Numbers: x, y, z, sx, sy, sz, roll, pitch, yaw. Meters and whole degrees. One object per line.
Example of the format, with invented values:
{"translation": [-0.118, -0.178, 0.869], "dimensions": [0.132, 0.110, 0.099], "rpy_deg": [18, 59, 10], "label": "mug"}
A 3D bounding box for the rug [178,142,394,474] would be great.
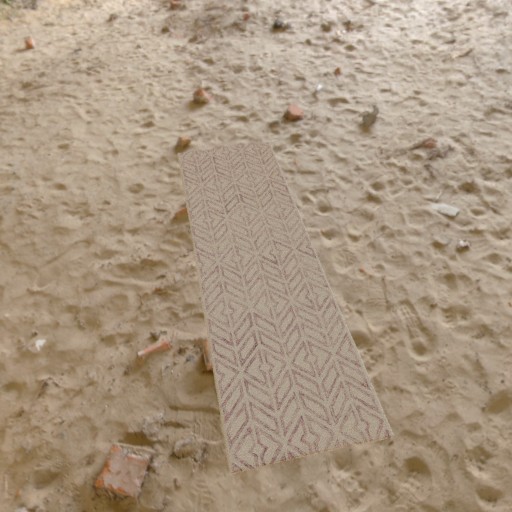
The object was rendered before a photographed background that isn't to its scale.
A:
{"translation": [0.000, 0.000, 2.748], "dimensions": [0.750, 0.009, 2.435], "rpy_deg": [-9, 48, -8], "label": "rug"}
